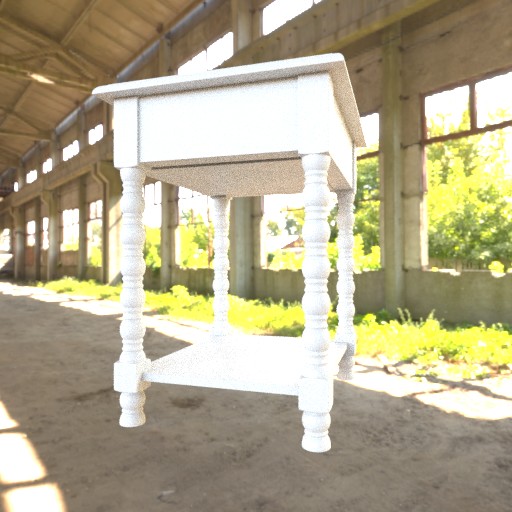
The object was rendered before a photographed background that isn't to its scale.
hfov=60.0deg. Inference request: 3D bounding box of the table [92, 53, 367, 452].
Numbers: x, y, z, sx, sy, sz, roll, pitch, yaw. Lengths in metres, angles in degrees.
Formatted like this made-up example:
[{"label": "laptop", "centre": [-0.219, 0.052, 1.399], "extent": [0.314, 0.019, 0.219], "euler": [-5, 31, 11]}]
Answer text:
[{"label": "table", "centre": [0.000, 0.000, 0.837], "extent": [0.381, 0.531, 0.460], "euler": [0, 0, 18]}]
